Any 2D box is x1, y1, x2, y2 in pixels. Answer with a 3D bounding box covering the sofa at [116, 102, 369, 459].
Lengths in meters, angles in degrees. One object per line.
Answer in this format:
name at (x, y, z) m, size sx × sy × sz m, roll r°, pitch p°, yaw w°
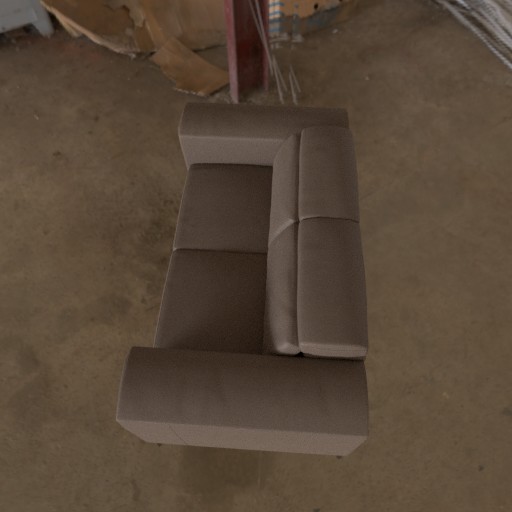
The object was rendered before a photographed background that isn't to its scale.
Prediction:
sofa at (0.000, 0.000, 2.383) m, size 1.003 × 0.779 × 1.895 m, roll 3°, pitch 58°, yaw 2°
